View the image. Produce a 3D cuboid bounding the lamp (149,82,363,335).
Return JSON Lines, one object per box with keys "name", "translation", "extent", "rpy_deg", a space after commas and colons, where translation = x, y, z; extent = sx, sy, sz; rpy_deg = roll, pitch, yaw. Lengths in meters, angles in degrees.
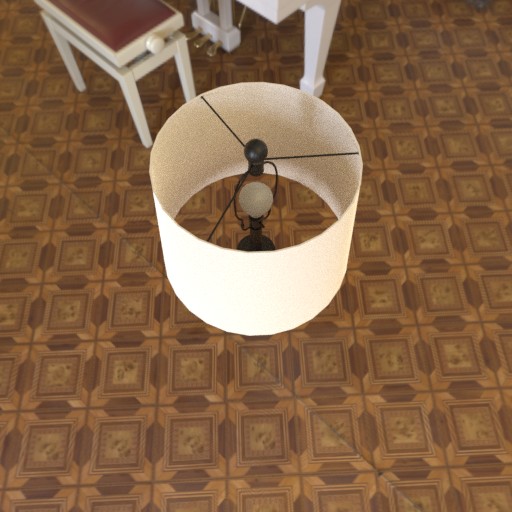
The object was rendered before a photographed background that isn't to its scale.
{"name": "lamp", "translation": [0.000, 0.000, 0.879], "extent": [0.349, 0.667, 0.349], "rpy_deg": [0, 64, 0]}
